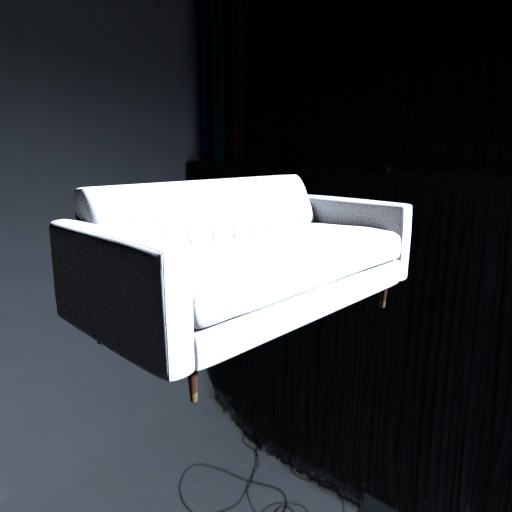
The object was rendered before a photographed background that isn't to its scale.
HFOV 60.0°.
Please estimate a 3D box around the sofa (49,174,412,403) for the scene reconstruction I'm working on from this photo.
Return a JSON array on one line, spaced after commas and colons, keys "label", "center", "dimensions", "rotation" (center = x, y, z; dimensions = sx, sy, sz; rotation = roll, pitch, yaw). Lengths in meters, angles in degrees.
[{"label": "sofa", "center": [0.000, 0.000, 2.486], "dimensions": [0.969, 0.814, 1.895], "rotation": [13, 19, 43]}]
